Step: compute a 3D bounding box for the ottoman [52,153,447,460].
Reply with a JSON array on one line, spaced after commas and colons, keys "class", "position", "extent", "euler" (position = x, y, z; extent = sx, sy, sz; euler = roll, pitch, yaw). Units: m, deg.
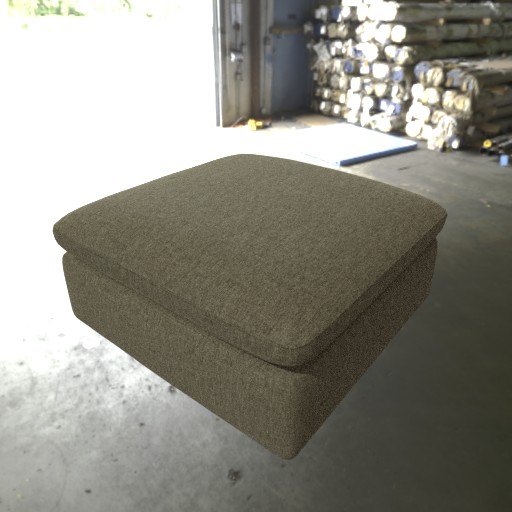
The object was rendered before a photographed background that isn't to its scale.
[{"class": "ottoman", "position": [0.000, 0.000, 1.627], "extent": [1.039, 0.526, 1.035], "euler": [22, 36, 33]}]
